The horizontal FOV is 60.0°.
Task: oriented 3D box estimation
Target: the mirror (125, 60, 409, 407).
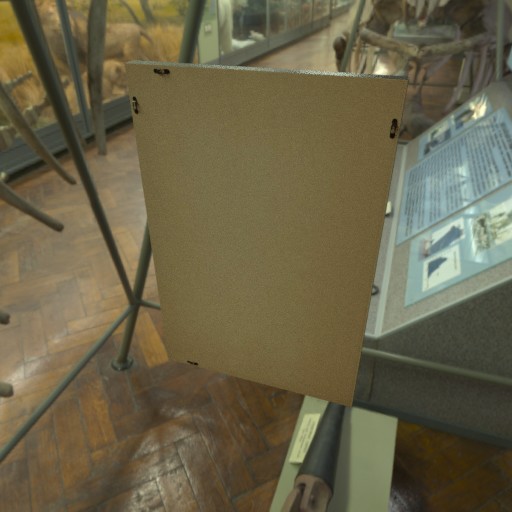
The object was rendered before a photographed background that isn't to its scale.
[{"bbox_3d":[0.000,0.000,1.162,0.609,0.915,0.041,10,34,16],"label":"mirror"}]
